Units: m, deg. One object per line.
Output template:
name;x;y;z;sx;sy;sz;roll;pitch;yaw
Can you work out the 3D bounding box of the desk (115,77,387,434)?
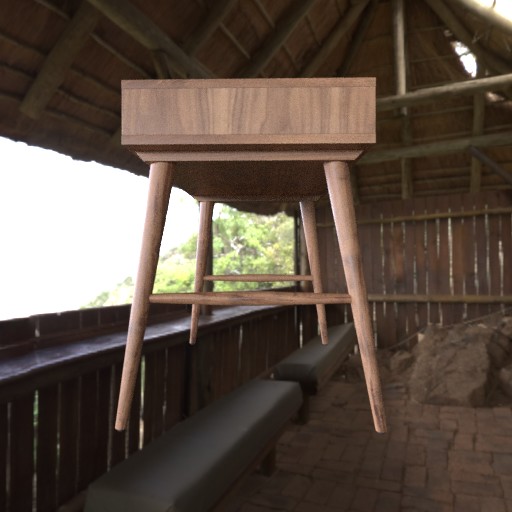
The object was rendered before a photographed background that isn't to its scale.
desk;0.000;0.000;1.417;0.588;0.758;0.949;0;0;2
